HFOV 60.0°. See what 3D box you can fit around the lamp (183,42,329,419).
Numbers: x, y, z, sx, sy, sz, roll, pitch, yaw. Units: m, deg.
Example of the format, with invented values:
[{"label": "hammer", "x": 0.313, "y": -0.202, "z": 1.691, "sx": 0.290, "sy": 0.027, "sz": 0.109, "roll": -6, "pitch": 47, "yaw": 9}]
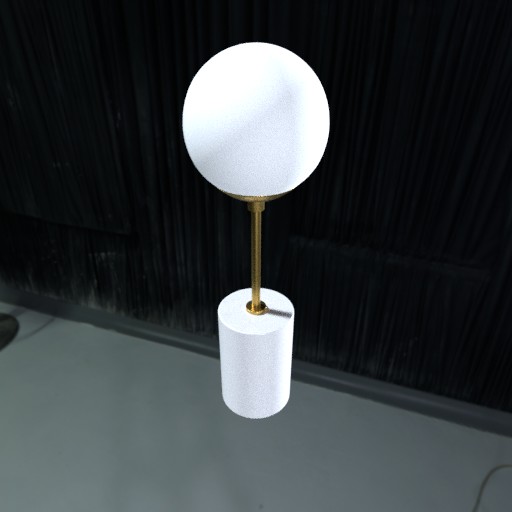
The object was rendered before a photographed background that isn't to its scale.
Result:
[{"label": "lamp", "x": 0.000, "y": 0.000, "z": 0.552, "sx": 0.153, "sy": 0.480, "sz": 0.153, "roll": 0, "pitch": 31, "yaw": 0}]
